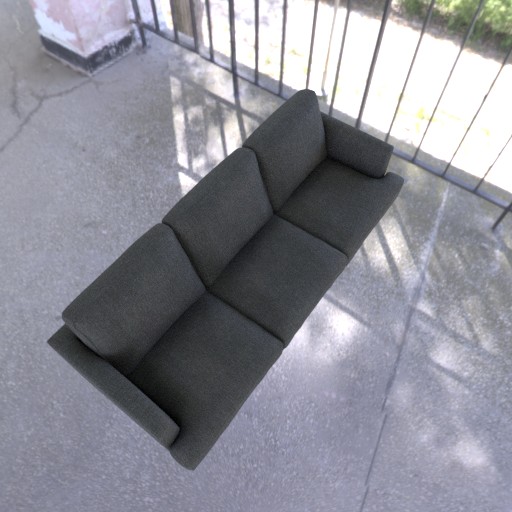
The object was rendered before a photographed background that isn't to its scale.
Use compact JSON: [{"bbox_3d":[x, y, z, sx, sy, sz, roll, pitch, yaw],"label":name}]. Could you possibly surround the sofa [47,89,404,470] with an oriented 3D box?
[{"bbox_3d":[0.000,0.000,2.655,0.903,0.930,2.246,32,63,19],"label":"sofa"}]
